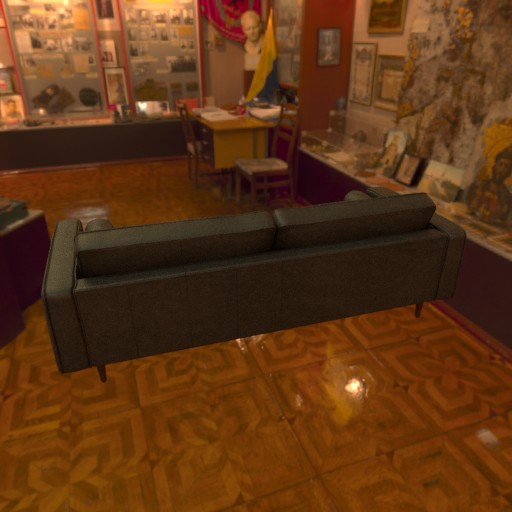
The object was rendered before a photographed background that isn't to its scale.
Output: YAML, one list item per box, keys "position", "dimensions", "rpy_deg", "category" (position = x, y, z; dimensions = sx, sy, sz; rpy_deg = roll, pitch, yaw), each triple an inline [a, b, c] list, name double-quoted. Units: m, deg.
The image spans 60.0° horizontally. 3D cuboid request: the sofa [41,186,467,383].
- position: [0.000, 0.000, 2.598]
  dimensions: [2.210, 0.762, 0.914]
  rpy_deg: [-8, 28, -16]
  category: "sofa"
